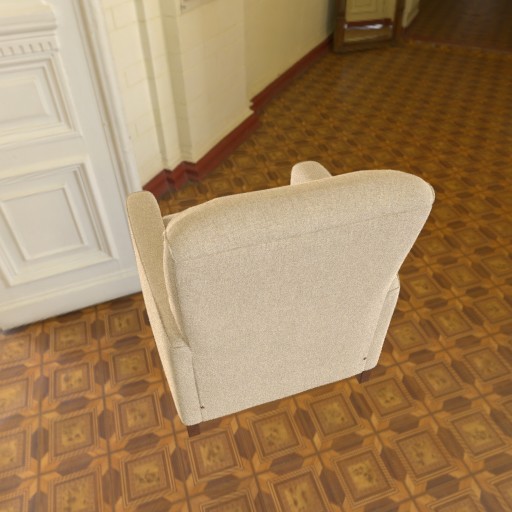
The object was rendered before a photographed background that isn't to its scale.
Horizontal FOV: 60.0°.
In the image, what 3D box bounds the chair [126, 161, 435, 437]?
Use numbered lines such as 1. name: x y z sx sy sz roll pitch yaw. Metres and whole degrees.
1. chair: 0.000 0.000 1.629 0.845 1.023 0.859 -13 44 -14
